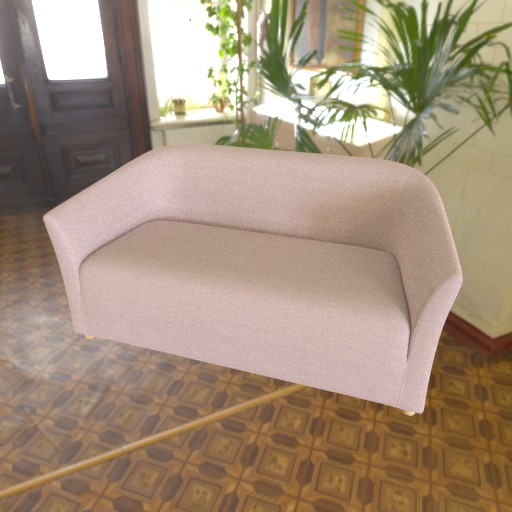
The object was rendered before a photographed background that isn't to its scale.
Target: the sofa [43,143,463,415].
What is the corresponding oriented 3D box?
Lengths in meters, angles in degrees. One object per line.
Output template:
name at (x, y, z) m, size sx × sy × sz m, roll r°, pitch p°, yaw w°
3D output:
sofa at (0.000, 0.000, 1.827) m, size 1.452 × 0.721 × 0.705 m, roll 9°, pitch 29°, yaw 16°
